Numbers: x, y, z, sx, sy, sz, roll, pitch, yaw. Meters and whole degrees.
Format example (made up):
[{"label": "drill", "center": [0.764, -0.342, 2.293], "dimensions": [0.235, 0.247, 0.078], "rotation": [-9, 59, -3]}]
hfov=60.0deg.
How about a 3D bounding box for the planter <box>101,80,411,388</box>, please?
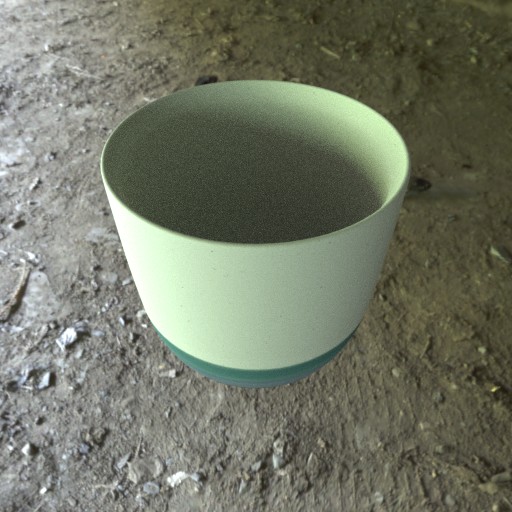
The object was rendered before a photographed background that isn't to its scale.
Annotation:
[{"label": "planter", "center": [0.000, 0.000, 0.373], "dimensions": [0.204, 0.214, 0.204], "rotation": [0, 45, 0]}]
